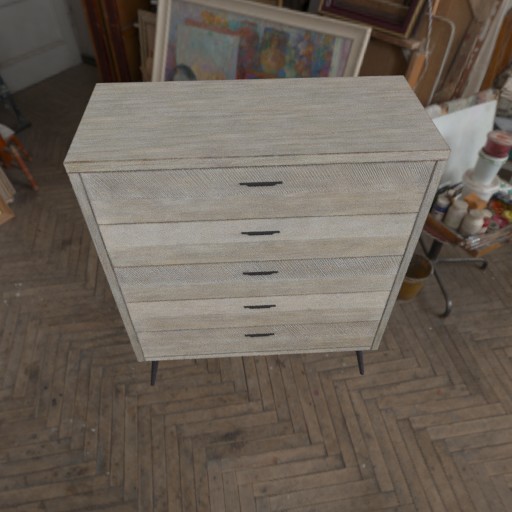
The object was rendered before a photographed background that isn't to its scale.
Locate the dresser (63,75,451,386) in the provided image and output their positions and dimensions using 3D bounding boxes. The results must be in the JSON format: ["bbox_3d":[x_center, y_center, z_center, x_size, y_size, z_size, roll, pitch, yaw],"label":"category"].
[{"bbox_3d":[0.000,0.000,1.749,1.016,1.219,0.457,-2,47,-2],"label":"dresser"}]
